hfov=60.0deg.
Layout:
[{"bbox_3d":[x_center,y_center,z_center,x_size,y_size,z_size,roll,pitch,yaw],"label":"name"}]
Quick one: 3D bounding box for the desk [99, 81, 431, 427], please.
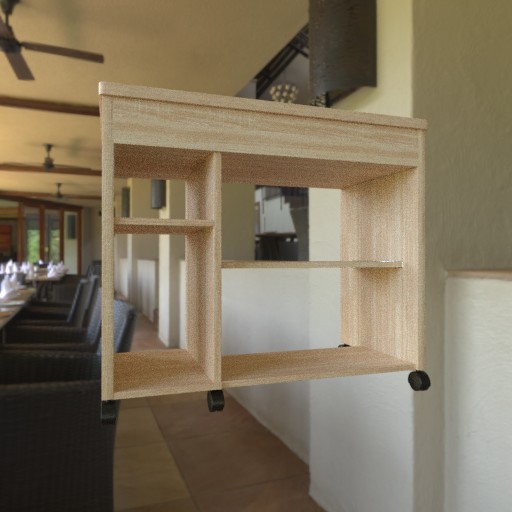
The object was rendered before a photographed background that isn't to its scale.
[{"bbox_3d":[0.000,0.000,1.333,0.884,0.770,0.480,0,0,-18],"label":"desk"}]
